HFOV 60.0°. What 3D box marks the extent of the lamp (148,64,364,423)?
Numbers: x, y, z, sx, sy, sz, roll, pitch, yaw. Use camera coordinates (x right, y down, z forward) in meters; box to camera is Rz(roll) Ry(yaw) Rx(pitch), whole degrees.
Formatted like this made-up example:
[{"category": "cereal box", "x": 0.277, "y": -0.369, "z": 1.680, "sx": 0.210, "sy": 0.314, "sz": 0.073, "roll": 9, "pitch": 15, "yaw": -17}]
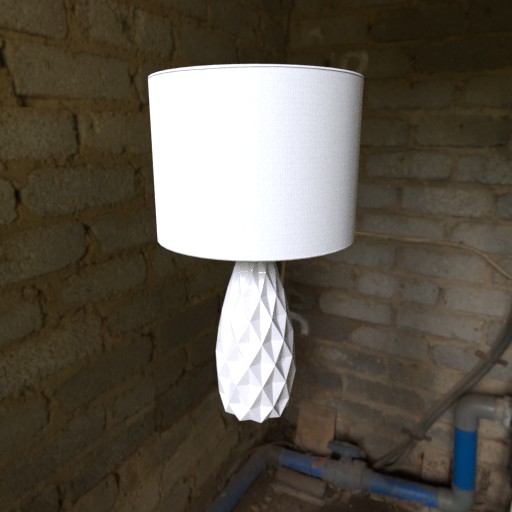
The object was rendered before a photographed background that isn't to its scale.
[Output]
[{"category": "lamp", "x": 0.000, "y": 0.000, "z": 0.693, "sx": 0.297, "sy": 0.522, "sz": 0.297, "roll": 0, "pitch": 15, "yaw": 0}]
